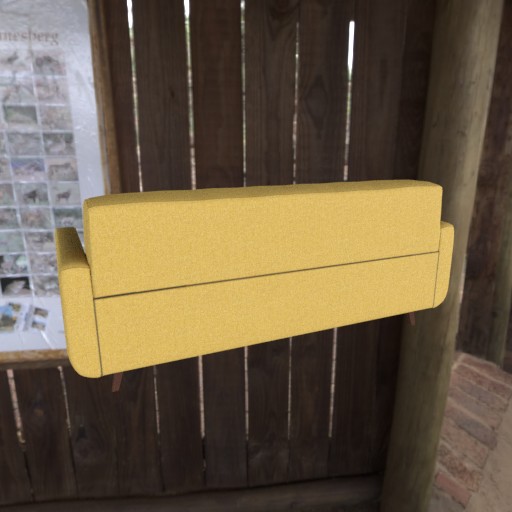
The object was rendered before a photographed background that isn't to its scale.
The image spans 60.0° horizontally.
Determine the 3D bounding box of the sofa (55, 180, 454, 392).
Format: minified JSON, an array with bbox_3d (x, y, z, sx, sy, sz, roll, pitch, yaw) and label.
[{"bbox_3d":[0.000,0.000,2.482,2.029,0.841,0.909,-7,16,-24],"label":"sofa"}]
